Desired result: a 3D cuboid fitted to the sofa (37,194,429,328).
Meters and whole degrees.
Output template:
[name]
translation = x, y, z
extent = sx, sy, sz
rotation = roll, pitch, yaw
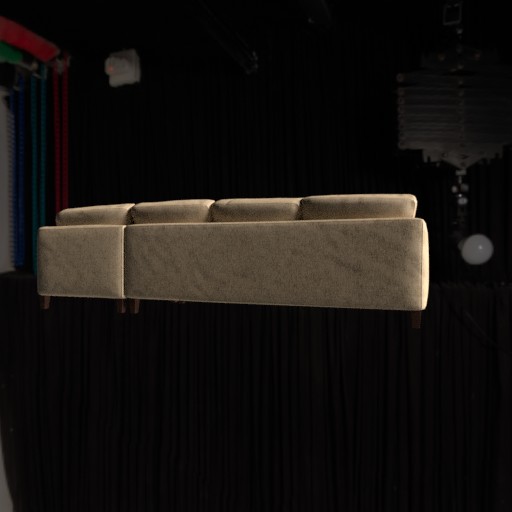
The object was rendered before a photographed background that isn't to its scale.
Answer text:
[sofa]
translation = 0.000, 0.000, 4.615
extent = 3.302, 0.947, 2.593
rotation = 0, 0, 20
